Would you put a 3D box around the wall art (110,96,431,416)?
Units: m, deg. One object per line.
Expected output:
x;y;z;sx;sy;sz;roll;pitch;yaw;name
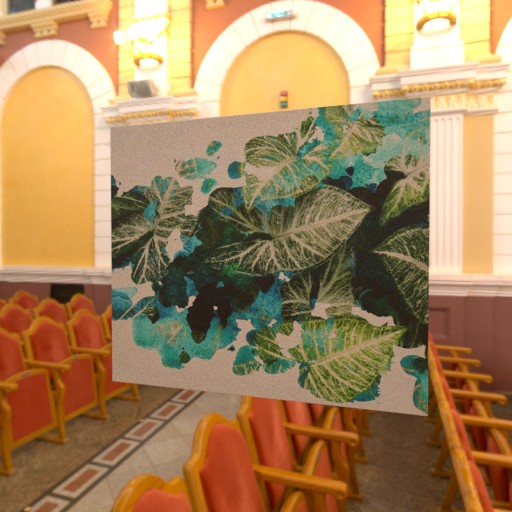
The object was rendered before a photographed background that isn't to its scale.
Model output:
0.000;0.000;0.699;0.507;0.435;0.041;0;2;18;wall art
